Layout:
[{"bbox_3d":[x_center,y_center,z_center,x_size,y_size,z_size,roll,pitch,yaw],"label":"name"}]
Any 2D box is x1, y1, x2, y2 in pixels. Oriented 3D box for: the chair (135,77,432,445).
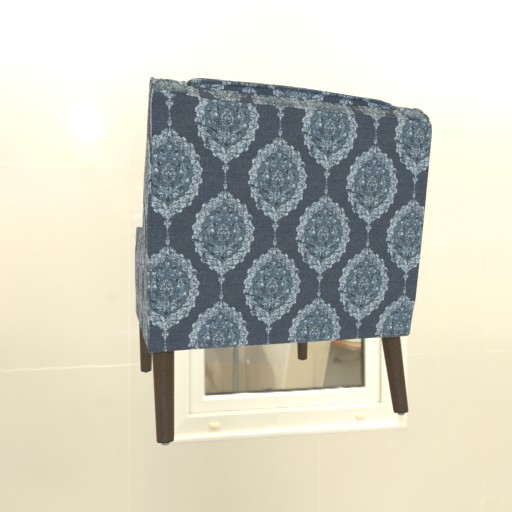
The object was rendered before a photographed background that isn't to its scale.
[{"bbox_3d":[0.000,0.000,1.298,0.663,0.792,0.743,0,0,-18],"label":"chair"}]
